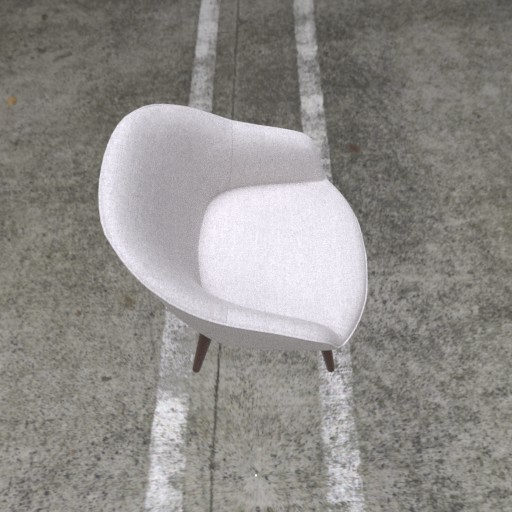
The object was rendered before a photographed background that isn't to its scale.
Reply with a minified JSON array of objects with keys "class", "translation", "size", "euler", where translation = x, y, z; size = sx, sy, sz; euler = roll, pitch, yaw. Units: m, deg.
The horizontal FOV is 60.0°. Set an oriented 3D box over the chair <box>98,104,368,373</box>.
[{"class":"chair","translation":[0.000,0.000,1.266],"size":[0.635,0.823,0.596],"euler":[0,64,0]}]
